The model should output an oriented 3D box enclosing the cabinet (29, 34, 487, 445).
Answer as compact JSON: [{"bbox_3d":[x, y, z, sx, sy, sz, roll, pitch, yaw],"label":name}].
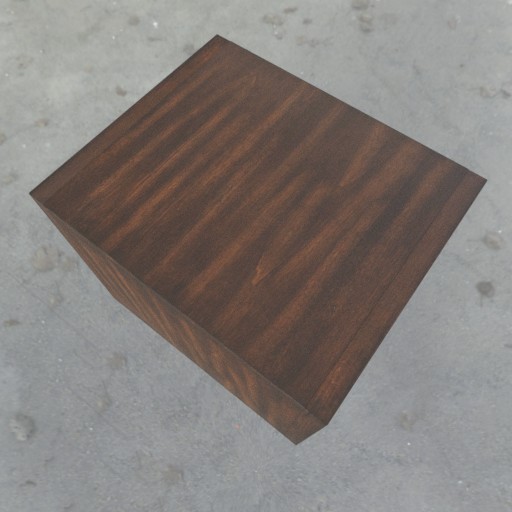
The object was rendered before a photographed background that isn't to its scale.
[{"bbox_3d":[0.000,0.000,0.814,0.500,0.455,0.402,35,69,15],"label":"cabinet"}]
